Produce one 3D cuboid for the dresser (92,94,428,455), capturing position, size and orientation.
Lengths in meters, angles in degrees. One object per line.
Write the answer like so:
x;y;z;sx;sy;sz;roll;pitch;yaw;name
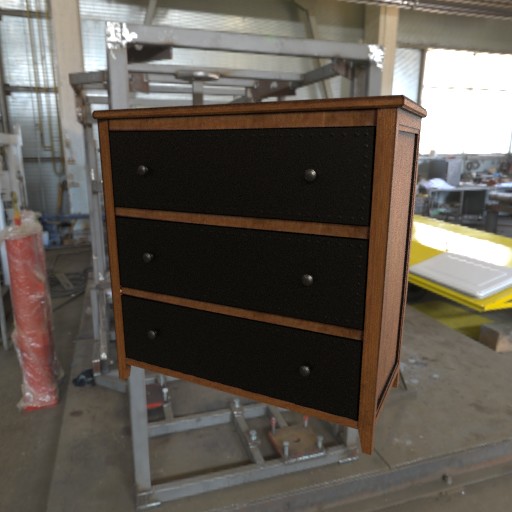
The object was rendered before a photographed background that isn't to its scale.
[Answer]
0.000;0.000;1.945;1.250;1.224;0.591;7;15;26;dresser
